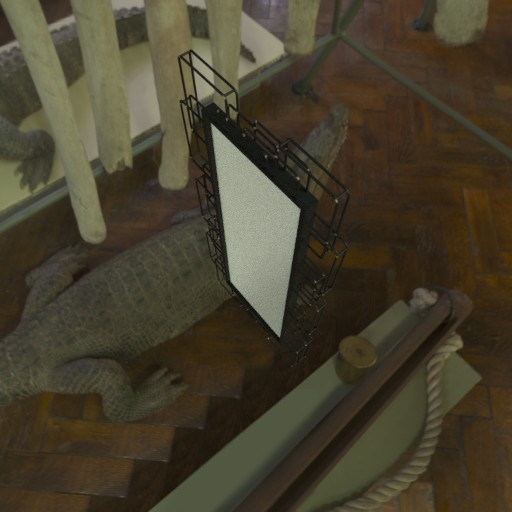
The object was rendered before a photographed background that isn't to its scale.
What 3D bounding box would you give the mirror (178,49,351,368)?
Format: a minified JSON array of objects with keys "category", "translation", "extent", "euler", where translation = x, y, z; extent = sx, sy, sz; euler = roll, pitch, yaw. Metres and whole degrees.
[{"category":"mirror","translation":[0.000,0.000,1.398],"extent":[0.037,1.192,0.565],"euler":[-36,68,-17]}]
